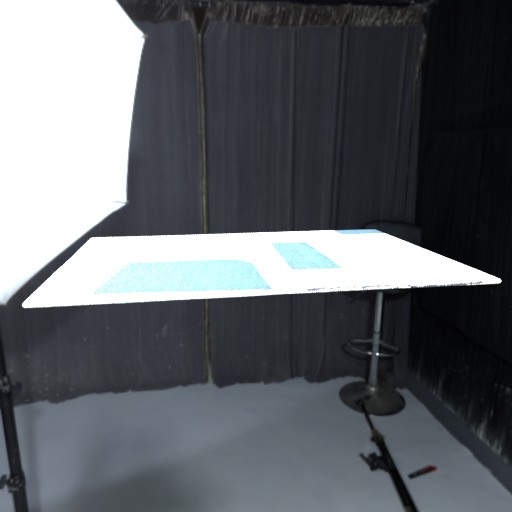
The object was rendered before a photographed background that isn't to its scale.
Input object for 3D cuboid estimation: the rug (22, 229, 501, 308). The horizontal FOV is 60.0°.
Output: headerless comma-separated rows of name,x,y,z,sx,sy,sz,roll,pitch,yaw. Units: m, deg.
rug,0.000,0.000,2.270,1.847,0.020,1.238,-2,13,-9
